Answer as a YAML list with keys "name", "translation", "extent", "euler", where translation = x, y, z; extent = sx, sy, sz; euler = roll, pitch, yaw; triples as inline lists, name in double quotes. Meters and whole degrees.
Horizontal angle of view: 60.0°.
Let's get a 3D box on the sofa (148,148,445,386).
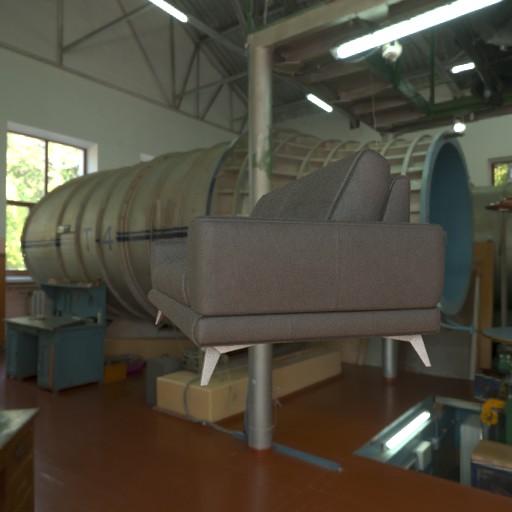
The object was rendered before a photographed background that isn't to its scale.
- name: "sofa"
  translation: [0.000, 0.000, 2.410]
  extent: [1.018, 0.907, 1.806]
  euler: [0, -1, -18]
